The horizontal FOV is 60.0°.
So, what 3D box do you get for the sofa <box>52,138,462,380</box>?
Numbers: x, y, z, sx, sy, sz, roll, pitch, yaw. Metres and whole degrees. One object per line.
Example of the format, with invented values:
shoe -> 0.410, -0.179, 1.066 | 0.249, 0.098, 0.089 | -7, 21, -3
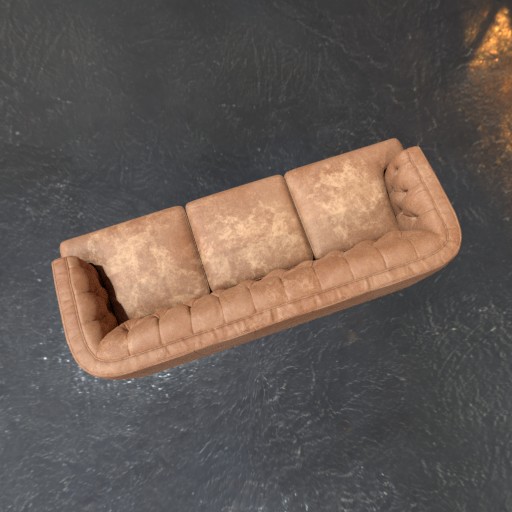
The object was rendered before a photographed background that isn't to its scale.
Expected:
sofa -> 0.000, 0.000, 2.721 | 2.257, 0.791, 0.922 | -18, 77, -4
